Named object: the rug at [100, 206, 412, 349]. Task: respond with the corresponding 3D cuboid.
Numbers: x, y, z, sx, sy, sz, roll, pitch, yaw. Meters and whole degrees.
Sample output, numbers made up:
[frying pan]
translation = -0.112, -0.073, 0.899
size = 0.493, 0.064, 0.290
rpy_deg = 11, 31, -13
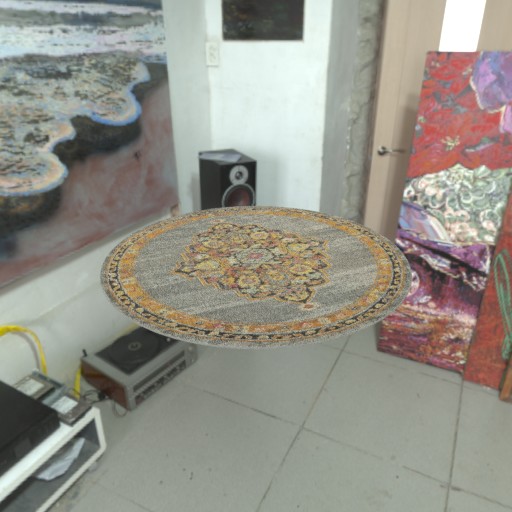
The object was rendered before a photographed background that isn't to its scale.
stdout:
[rug]
translation = 0.000, 0.000, 3.546
size = 2.382, 0.014, 2.382
rpy_deg = 0, 26, 0
